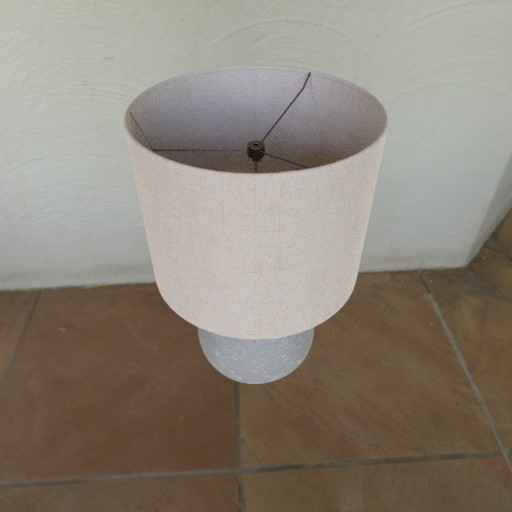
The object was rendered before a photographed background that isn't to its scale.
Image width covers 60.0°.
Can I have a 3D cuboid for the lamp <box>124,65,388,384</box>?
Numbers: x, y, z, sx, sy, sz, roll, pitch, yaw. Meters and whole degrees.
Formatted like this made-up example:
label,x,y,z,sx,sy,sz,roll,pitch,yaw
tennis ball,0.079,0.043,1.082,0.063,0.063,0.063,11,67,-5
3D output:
label,x,y,z,sx,sy,sz,roll,pitch,yaw
lamp,0.000,0.000,0.594,0.269,0.409,0.269,0,41,0
